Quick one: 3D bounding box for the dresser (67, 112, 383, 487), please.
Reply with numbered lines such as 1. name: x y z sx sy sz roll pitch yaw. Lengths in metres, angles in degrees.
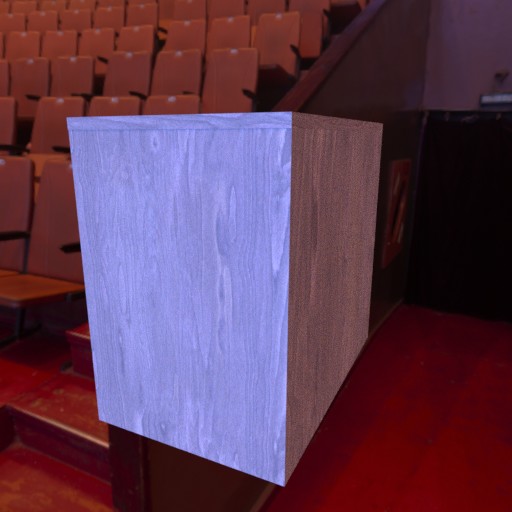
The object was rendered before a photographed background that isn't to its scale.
1. dresser: 0.000 0.000 1.309 0.529 0.762 0.809 7 17 25
